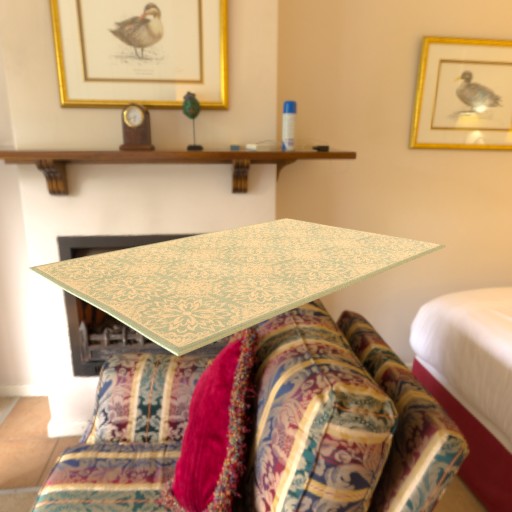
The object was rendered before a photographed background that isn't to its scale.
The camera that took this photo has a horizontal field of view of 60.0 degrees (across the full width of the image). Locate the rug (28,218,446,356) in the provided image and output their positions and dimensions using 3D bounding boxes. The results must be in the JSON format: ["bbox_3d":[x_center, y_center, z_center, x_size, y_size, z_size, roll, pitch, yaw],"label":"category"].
[{"bbox_3d":[0.000,0.000,3.449,2.746,0.018,1.819,-15,21,-43],"label":"rug"}]
